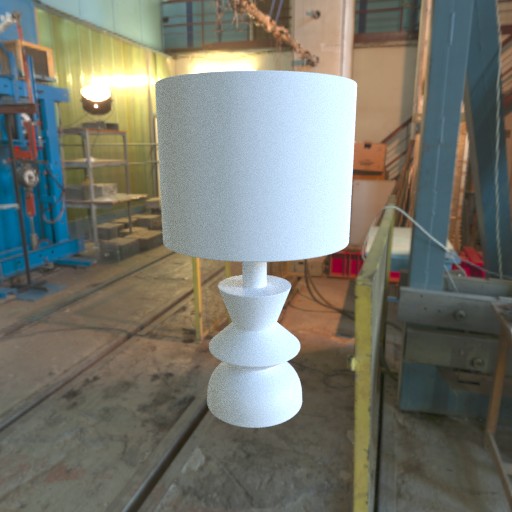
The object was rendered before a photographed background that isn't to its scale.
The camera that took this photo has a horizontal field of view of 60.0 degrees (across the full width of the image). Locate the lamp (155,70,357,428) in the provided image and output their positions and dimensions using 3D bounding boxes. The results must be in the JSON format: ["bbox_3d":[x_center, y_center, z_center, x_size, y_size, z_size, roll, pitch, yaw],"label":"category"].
[{"bbox_3d":[0.000,0.000,0.740,0.301,0.533,0.301,-7,16,-27],"label":"lamp"}]
